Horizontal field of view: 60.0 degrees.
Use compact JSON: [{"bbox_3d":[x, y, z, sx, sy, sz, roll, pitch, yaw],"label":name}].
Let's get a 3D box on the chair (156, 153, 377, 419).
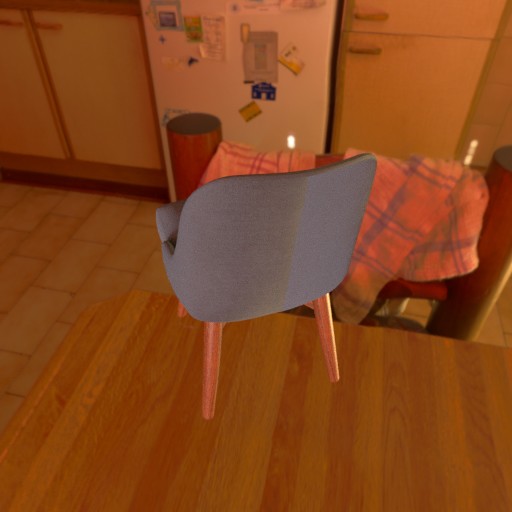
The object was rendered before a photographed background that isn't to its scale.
[{"bbox_3d":[0.000,0.000,1.248,0.503,0.882,0.589,-12,43,-13],"label":"chair"}]
